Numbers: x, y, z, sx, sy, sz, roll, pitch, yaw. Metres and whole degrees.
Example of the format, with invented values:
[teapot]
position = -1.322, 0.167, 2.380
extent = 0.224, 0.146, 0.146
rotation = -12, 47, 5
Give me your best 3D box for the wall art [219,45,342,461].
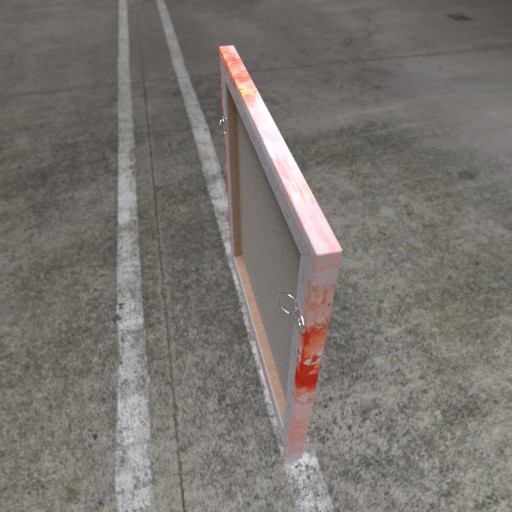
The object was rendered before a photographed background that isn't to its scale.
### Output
[wall art]
position = 0.000, 0.000, 1.109
extent = 0.064, 0.746, 0.747
rotation = -10, 46, -9
